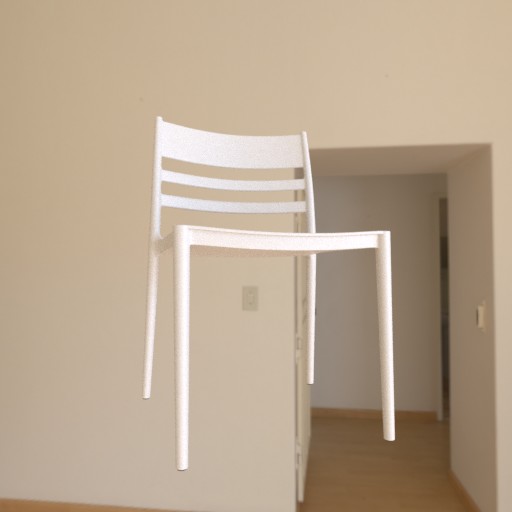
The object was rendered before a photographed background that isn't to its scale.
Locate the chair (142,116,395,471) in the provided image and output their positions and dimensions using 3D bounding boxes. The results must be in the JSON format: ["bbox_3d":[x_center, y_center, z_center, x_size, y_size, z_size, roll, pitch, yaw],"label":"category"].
[{"bbox_3d":[0.000,0.000,1.128,0.531,0.800,0.511,0,-2,-18],"label":"chair"}]
